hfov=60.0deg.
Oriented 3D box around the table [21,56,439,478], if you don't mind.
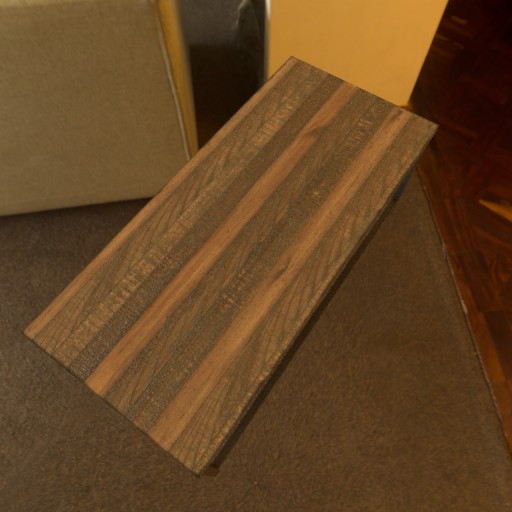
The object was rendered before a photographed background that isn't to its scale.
[{"bbox_3d":[0.000,0.000,1.188,0.452,0.399,0.990,32,67,15],"label":"table"}]
